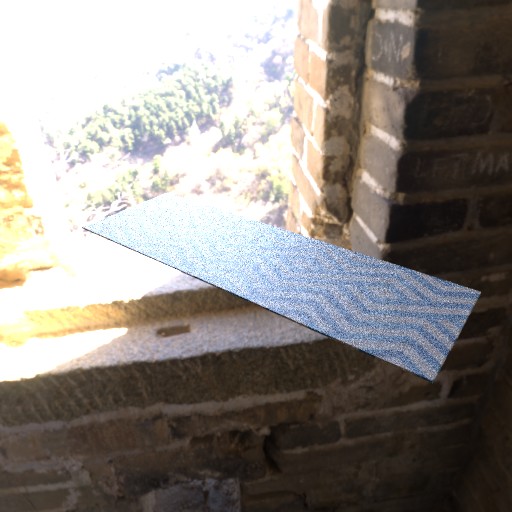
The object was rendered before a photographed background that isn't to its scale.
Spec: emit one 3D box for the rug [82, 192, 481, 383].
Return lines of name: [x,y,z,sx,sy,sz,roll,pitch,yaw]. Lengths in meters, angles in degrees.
rug: [0.000,0.000,1.683,1.492,0.007,0.503,20,35,31]
